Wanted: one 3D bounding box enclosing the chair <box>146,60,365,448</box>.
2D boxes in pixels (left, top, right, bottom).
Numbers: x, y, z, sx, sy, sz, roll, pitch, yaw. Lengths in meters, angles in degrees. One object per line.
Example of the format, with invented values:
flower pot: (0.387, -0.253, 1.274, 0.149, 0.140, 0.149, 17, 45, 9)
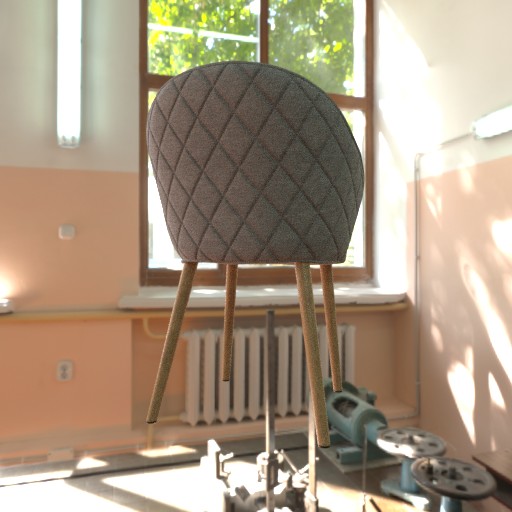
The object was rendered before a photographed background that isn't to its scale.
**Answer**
chair: (0.000, 0.000, 1.159, 0.540, 0.800, 0.530, 0, 0, 19)
